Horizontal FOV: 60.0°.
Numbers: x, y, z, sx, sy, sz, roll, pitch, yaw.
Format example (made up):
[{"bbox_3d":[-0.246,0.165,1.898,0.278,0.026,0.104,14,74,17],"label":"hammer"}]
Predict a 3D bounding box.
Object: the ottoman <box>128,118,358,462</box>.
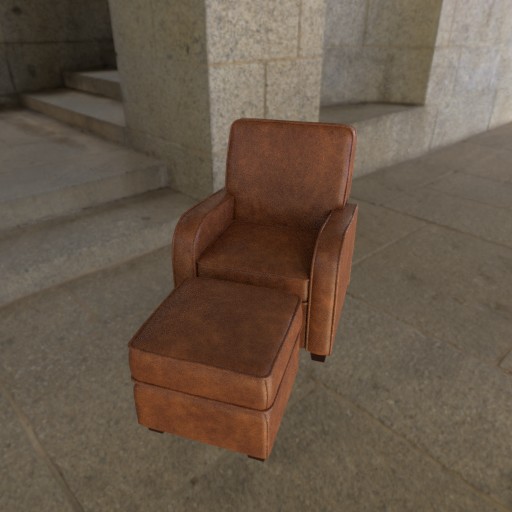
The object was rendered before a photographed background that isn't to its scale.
[{"bbox_3d":[0.000,0.000,1.892,0.732,0.904,1.314,9,30,15],"label":"ottoman"}]
